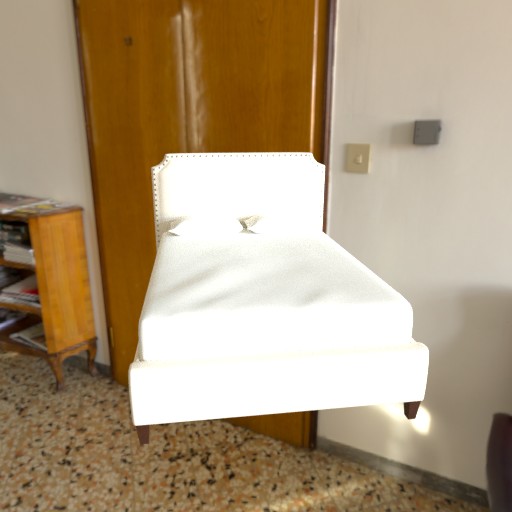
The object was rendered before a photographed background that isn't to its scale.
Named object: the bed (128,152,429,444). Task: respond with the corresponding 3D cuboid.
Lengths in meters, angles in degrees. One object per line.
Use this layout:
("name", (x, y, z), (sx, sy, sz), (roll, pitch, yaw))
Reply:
("bed", (0.000, 0.000, 3.456), (1.712, 1.443, 2.365), (-2, 17, -8))
